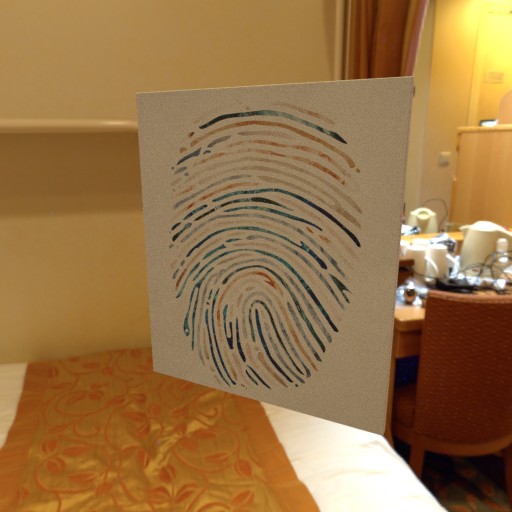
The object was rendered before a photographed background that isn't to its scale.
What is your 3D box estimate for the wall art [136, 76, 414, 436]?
[{"bbox_3d":[0.000,0.000,0.987,0.609,0.710,0.021,7,16,26],"label":"wall art"}]
